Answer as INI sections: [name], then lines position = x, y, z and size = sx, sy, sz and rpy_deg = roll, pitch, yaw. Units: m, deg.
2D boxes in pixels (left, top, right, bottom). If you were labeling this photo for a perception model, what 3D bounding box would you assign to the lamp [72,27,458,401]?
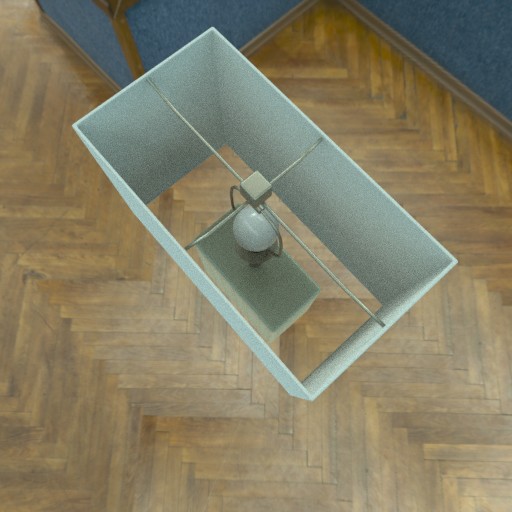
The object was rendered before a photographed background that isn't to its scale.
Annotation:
[lamp]
position = 0.000, 0.000, 0.693
size = 0.200, 0.515, 0.380
rpy_deg = -40, 78, -11
